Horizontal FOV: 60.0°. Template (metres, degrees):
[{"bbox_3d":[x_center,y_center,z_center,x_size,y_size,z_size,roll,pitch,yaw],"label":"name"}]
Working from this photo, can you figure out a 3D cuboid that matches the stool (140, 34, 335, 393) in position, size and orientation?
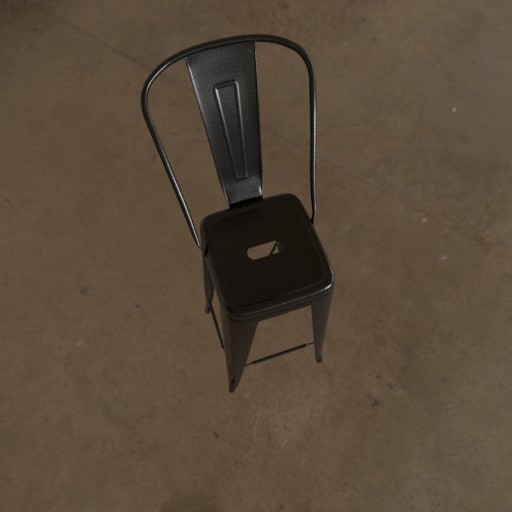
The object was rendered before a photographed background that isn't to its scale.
[{"bbox_3d":[0.000,0.000,1.323,0.399,1.096,0.513,-17,64,-8],"label":"stool"}]
